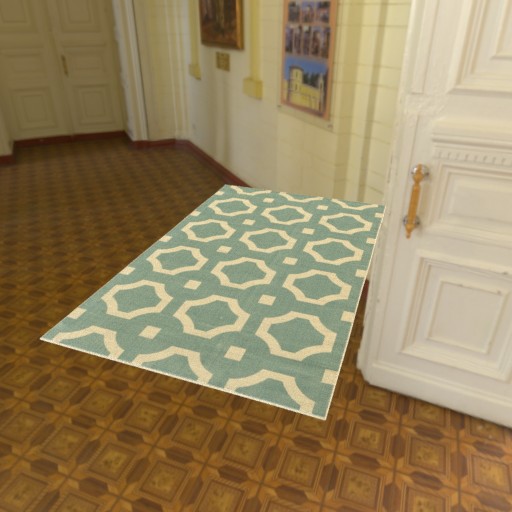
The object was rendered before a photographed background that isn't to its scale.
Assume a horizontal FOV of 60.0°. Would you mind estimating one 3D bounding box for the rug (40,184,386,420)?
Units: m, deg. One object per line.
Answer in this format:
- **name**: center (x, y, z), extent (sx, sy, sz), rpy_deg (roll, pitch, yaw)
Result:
- **rug**: center (0.000, 0.000, 3.099), extent (1.528, 0.015, 2.443), rpy_deg (10, 31, 17)
